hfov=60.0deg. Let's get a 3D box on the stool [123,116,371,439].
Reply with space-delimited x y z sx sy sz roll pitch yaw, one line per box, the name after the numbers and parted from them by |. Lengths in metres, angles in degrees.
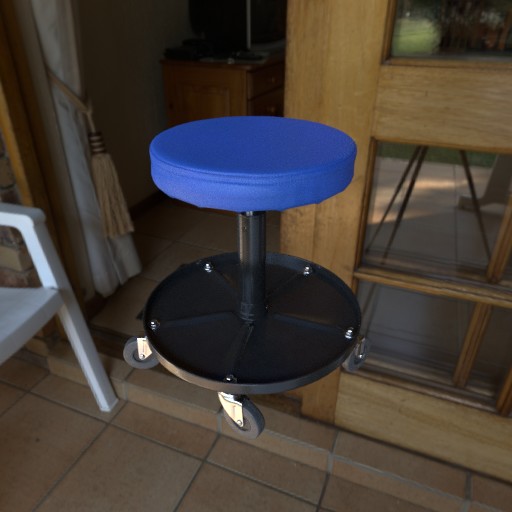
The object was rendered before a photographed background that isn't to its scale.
0.000 0.000 0.680 0.381 0.365 0.382 9 31 15 | stool
